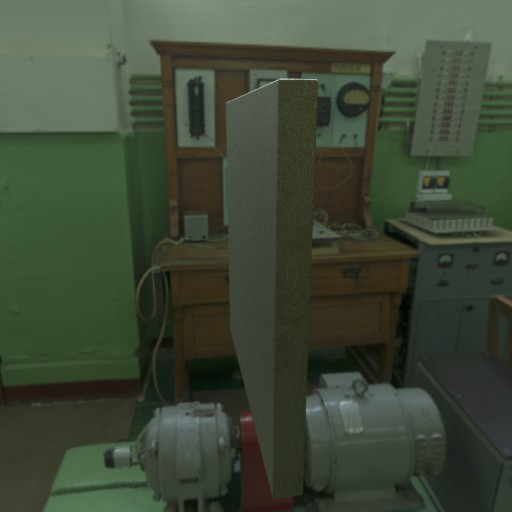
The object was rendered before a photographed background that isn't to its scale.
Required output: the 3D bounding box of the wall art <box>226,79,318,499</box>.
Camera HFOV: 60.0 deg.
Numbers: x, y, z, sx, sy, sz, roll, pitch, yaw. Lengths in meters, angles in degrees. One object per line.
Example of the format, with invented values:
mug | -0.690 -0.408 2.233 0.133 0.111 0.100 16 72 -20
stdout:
wall art | 0.000 0.000 0.741 0.040 0.506 0.503 -3 17 -9
